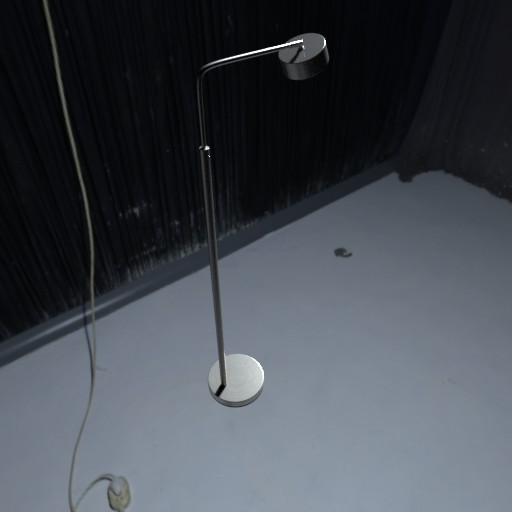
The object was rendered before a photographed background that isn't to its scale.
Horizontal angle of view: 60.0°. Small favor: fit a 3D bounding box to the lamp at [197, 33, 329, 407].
[{"bbox_3d":[0.000,0.000,1.418,0.421,1.250,0.222,-26,48,-27],"label":"lamp"}]
